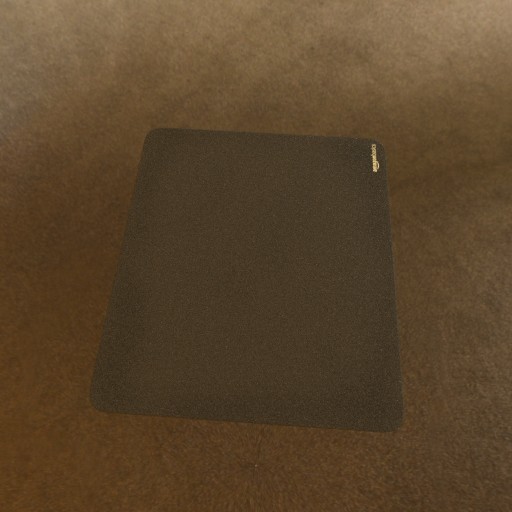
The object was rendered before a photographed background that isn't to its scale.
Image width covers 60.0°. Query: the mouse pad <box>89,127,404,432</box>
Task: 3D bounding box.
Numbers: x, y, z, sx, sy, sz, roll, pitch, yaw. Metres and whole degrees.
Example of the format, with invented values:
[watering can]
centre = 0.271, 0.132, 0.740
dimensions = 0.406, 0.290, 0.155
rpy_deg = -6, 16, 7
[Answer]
[mouse pad]
centre = 0.000, 0.000, 0.637
dimensions = 0.393, 0.002, 0.451
rpy_deg = 4, 65, 2
